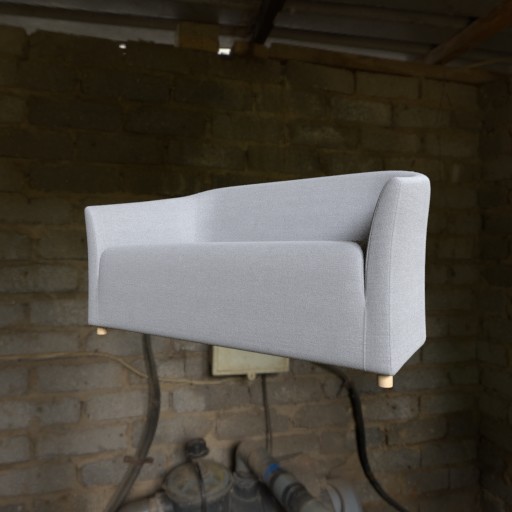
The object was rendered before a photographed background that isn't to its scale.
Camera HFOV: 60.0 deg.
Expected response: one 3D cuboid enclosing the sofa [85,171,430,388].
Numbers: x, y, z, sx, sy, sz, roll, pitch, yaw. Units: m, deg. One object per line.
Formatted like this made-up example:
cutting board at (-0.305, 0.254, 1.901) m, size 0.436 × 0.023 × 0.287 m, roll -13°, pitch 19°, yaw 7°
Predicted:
sofa at (0.000, 0.000, 1.887) m, size 1.452 × 0.721 × 0.705 m, roll 1°, pitch 1°, yaw 36°
